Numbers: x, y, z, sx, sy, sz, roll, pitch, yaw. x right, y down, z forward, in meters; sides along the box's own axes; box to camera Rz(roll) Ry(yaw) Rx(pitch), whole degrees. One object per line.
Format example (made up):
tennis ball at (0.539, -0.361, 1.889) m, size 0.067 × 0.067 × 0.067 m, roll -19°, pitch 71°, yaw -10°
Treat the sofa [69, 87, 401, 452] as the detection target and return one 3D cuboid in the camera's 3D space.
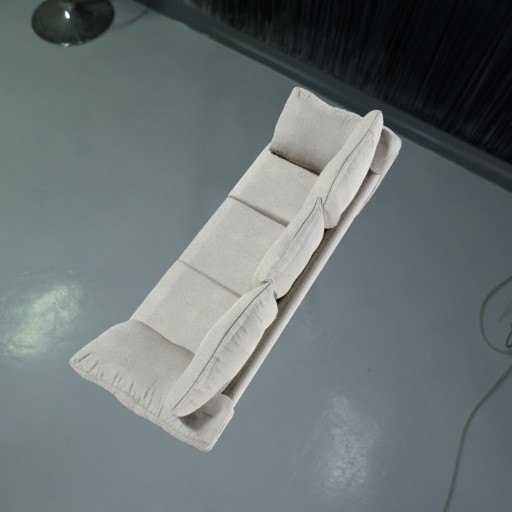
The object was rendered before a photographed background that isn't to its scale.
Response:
sofa at (0.000, 0.000, 2.866) m, size 0.878 × 0.996 × 2.334 m, roll 30°, pitch 68°, yaw 13°
